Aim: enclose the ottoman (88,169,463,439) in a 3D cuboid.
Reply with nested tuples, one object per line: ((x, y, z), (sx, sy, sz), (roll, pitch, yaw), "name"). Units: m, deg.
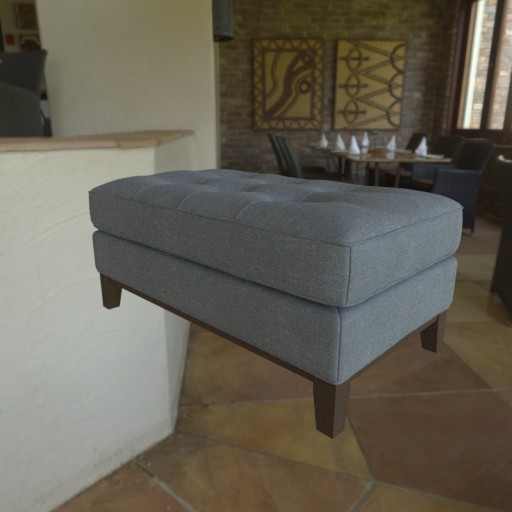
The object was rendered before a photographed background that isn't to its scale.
((0.000, 0.000, 1.500), (1.143, 0.514, 0.648), (16, 23, 42), "ottoman")
